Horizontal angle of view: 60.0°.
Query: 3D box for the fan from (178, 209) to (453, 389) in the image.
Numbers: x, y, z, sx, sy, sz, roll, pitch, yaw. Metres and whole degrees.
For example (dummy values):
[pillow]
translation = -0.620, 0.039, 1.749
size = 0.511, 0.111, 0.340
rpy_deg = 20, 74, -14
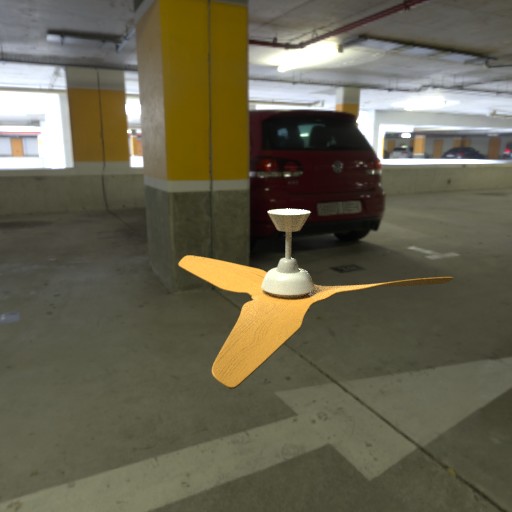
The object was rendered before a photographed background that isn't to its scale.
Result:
[fan]
translation = 0.000, 0.000, 1.632
size = 1.142, 0.355, 1.010
rpy_deg = -13, 18, -43
